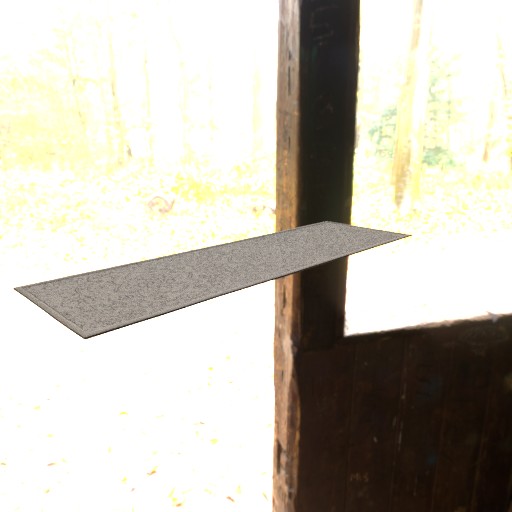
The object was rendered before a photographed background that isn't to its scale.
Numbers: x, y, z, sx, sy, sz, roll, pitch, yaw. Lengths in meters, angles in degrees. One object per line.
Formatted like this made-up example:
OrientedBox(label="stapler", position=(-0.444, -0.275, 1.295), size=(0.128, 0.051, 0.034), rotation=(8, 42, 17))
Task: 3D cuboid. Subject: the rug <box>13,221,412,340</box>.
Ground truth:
OrientedBox(label="rug", position=(0.000, 0.000, 2.638), size=(2.448, 0.012, 0.769), rotation=(-14, 20, -43))
